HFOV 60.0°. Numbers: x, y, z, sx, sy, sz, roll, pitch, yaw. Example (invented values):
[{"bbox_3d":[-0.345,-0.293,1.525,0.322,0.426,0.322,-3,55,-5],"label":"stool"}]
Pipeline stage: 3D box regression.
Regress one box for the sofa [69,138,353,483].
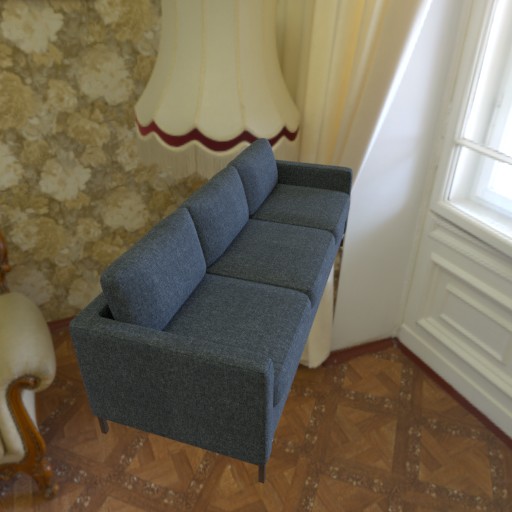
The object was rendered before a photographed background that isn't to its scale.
[{"bbox_3d":[0.000,0.000,2.651,0.859,0.874,2.218,10,32,16],"label":"sofa"}]
